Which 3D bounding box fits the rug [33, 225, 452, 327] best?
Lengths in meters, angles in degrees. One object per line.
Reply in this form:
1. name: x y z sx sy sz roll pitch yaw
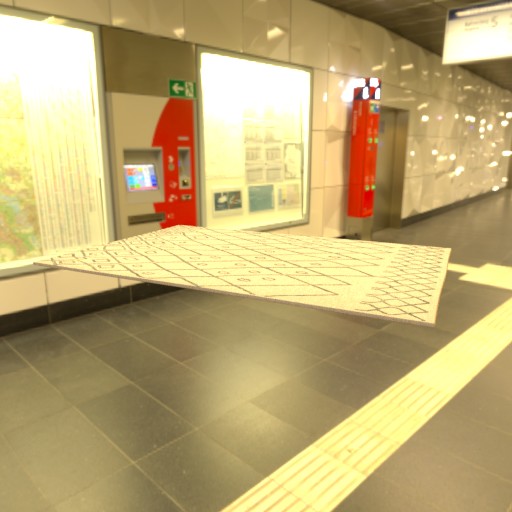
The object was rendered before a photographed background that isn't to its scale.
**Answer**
1. rug: 0.000 0.000 2.307 1.828 0.015 1.222 6 15 25
